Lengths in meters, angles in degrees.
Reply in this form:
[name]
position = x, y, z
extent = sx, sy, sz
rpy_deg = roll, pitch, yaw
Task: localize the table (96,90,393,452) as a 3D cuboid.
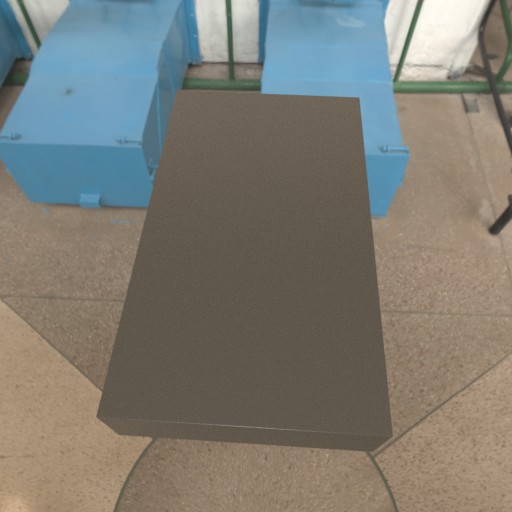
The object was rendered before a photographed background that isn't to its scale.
[table]
position = 0.000, 0.000, 1.519
extent = 0.703, 0.404, 1.201
rpy_deg = 3, 57, 2
